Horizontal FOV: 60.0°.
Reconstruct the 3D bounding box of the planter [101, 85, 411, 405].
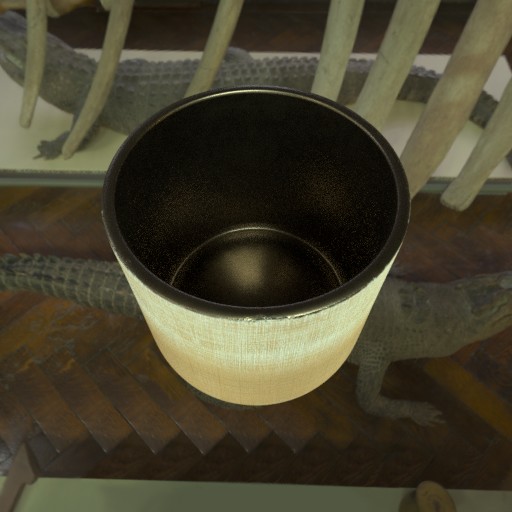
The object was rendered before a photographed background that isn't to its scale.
[{"bbox_3d":[0.000,0.000,0.398,0.221,0.201,0.221,0,57,0],"label":"planter"}]
